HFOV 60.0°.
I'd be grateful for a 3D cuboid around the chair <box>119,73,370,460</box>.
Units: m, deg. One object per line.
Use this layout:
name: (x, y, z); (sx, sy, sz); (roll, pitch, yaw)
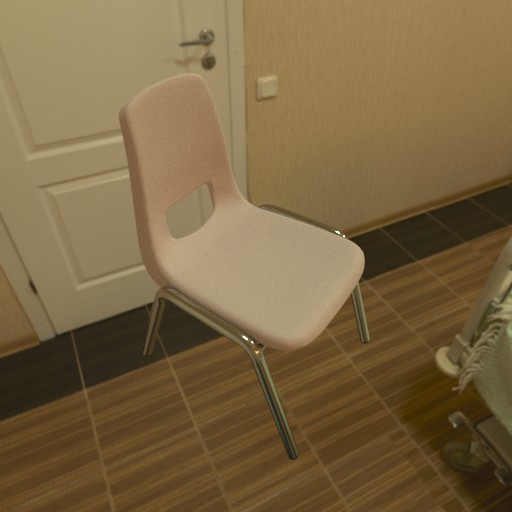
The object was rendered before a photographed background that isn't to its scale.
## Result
chair: (0.000, 0.000, 0.848); (0.423, 0.586, 0.354); (24, 47, 25)
